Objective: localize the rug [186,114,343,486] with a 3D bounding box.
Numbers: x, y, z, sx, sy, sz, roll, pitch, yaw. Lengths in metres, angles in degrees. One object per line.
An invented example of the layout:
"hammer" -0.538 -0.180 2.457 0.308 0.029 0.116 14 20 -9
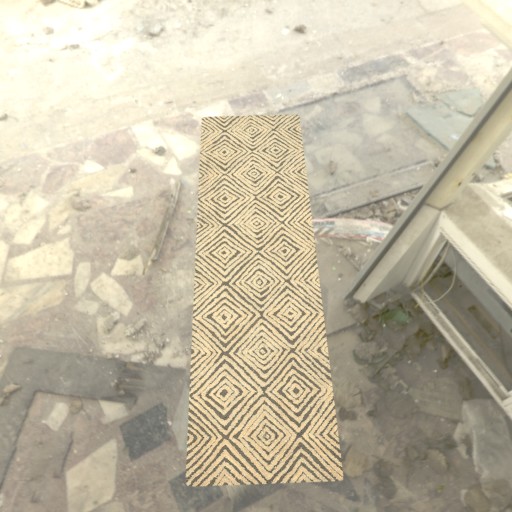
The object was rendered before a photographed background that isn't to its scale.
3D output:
"rug" 0.000 0.000 2.483 0.676 0.008 2.277 -2 59 -1
